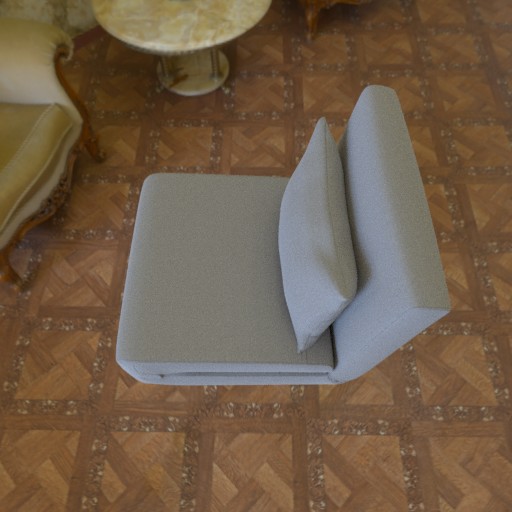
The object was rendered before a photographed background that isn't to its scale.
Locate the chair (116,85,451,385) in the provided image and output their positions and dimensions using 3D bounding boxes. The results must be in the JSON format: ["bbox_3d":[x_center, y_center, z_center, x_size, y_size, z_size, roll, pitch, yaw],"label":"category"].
[{"bbox_3d":[0.000,0.000,1.514,0.902,0.808,0.770,0,59,0],"label":"chair"}]
